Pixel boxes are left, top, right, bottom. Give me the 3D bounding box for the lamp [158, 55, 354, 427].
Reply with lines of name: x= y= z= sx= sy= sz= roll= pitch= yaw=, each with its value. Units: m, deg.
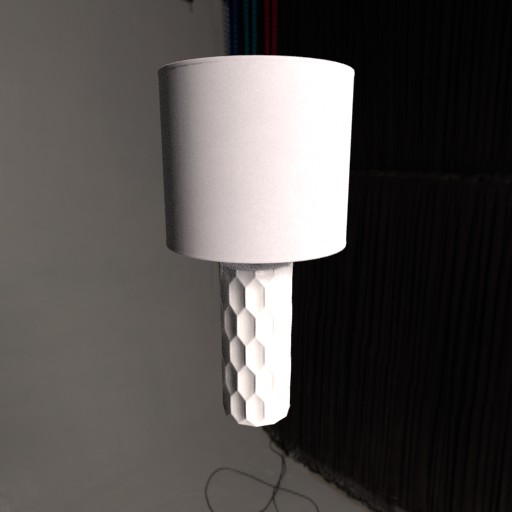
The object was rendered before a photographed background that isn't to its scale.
lamp: x=0.000 y=0.000 z=0.701 sx=0.277 sy=0.537 sz=0.277 roll=-13 pitch=19 yaw=-43
